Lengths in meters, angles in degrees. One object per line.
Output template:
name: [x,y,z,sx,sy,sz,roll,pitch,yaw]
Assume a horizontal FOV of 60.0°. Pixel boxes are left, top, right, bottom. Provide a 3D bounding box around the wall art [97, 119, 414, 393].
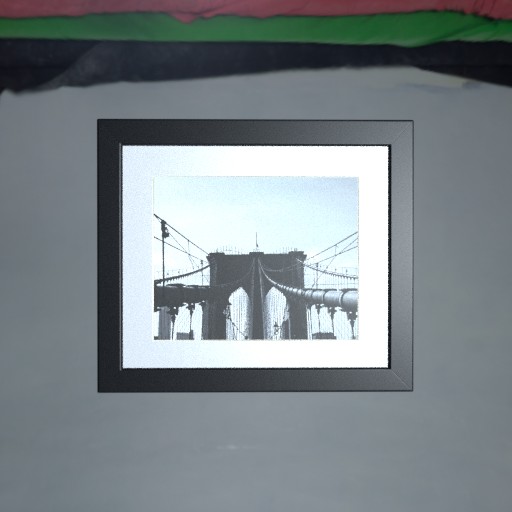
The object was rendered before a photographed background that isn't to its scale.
wall art: [0.000,0.000,0.739,0.521,0.450,0.018,0,0,-1]
